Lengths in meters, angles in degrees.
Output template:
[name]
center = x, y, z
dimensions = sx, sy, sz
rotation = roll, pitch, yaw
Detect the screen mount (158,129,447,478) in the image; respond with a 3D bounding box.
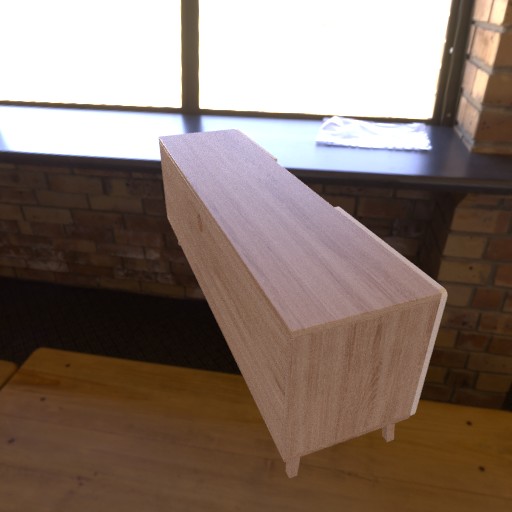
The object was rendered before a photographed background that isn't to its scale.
[screen mount]
center = 0.000, 0.000, 1.711
dimensions = 0.420, 0.570, 1.500
rotation = -11, 33, -18
